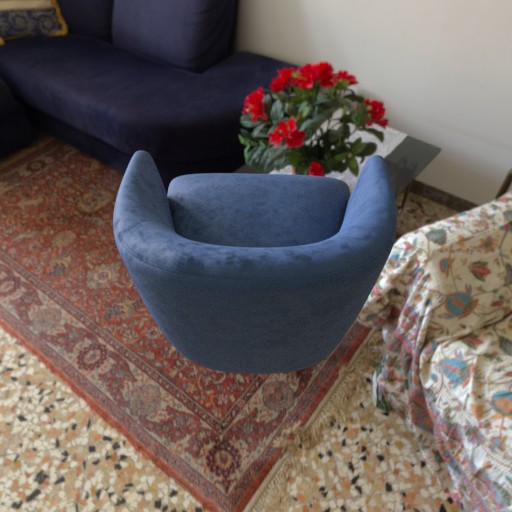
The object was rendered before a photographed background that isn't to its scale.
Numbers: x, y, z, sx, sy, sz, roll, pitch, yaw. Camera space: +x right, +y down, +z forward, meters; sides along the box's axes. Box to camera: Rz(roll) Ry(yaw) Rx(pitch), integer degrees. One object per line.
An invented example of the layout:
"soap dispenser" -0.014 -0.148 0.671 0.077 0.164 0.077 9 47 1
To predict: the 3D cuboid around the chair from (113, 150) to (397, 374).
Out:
"chair" 0.000 0.000 1.385 0.773 0.698 0.767 1 47 1
